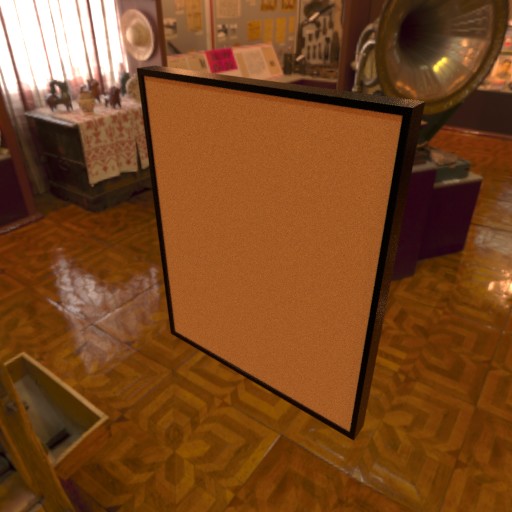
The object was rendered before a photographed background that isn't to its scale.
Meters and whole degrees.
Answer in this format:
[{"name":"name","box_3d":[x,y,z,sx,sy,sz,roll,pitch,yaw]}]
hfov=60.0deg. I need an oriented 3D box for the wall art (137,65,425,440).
[{"name":"wall art","box_3d":[0.000,0.000,0.745,0.451,0.553,0.039,22,37,31]}]
